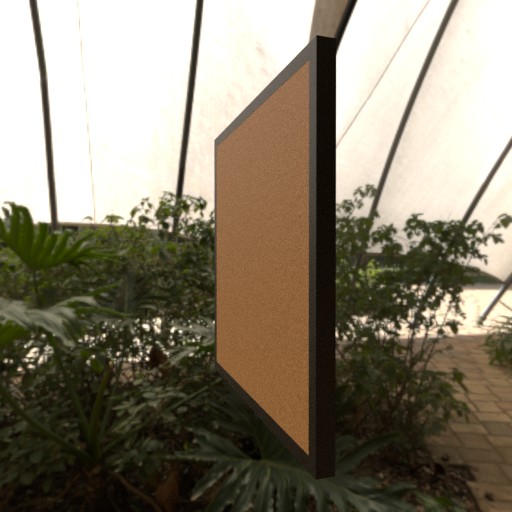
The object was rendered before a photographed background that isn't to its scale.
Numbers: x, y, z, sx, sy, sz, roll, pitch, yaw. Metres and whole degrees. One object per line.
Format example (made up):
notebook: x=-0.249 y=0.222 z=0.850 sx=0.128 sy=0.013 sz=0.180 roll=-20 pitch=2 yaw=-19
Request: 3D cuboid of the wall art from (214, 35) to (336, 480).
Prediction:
wall art: x=0.000 y=0.000 z=1.126 sx=0.038 sy=0.762 sz=0.762 roll=0 pitch=1 yaw=-18
